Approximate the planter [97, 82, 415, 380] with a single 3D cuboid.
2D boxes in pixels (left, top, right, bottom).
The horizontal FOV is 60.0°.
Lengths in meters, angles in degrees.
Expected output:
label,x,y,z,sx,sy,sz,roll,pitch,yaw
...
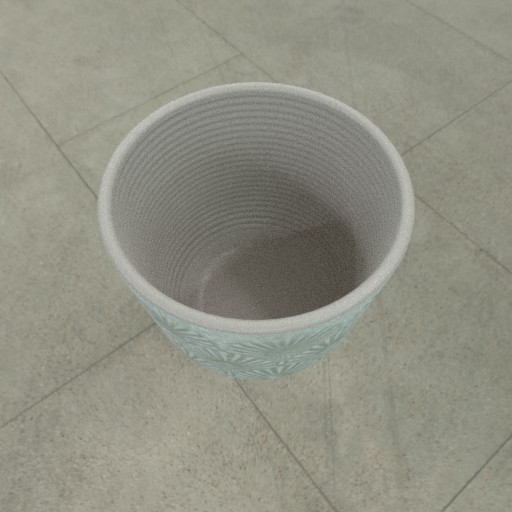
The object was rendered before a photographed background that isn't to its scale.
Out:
label,x,y,z,sx,sy,sz,roll,pitch,yaw
planter,0.000,0.000,0.303,0.170,0.152,0.170,0,59,0
